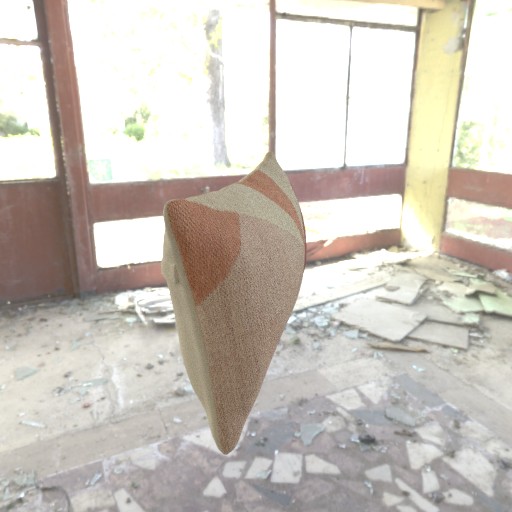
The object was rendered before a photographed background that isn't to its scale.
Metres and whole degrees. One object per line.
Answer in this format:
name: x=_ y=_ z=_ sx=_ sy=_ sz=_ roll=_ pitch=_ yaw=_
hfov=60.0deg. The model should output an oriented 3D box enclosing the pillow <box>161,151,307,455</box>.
pillow: x=0.000 y=0.000 z=0.718 sx=0.155 sy=0.292 sz=0.609 roll=3 pitch=17 yaw=10
